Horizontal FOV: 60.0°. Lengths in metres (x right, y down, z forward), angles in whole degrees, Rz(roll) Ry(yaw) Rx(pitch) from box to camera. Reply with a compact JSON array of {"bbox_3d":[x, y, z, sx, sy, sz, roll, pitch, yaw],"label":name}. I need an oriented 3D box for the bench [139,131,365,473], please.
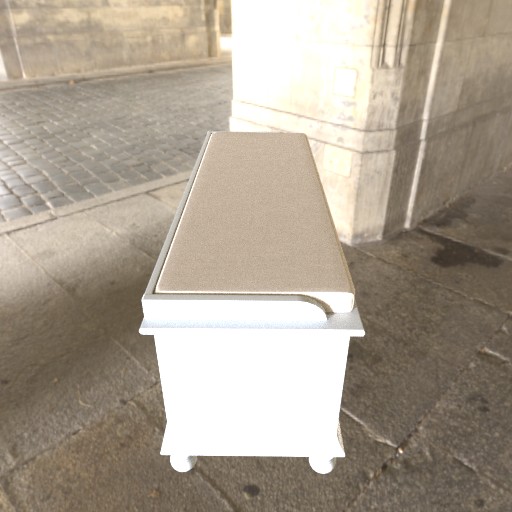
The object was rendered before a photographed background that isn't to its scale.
[{"bbox_3d":[0.000,0.000,1.396,0.402,0.486,1.185,0,31,1],"label":"bench"}]
